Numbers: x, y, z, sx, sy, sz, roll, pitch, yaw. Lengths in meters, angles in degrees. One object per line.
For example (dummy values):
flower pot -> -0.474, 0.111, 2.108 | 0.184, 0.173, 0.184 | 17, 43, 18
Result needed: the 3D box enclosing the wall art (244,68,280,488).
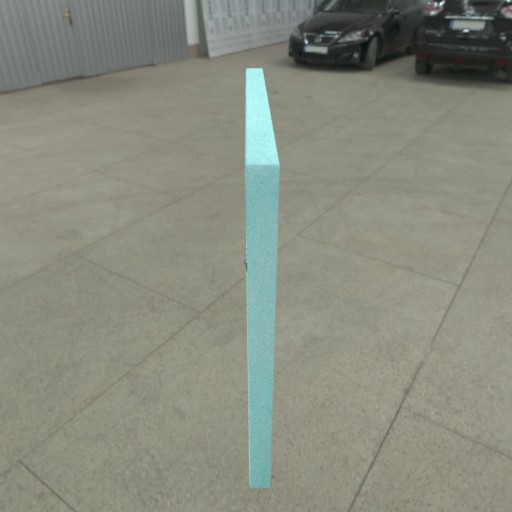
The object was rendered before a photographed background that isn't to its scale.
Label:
wall art -> 0.000, 0.000, 1.122 | 0.054, 0.766, 0.765 | -1, 32, -1
